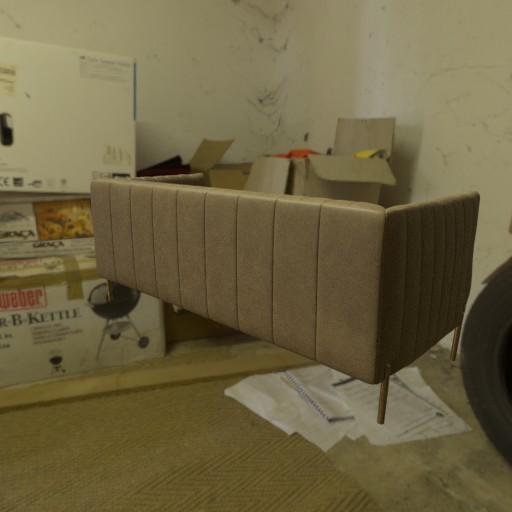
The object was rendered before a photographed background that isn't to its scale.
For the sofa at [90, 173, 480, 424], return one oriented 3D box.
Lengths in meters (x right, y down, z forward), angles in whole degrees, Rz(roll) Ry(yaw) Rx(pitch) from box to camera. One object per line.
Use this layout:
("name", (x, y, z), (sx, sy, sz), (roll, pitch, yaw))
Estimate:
("sofa", (0.000, 0.000, 2.370), (1.980, 0.779, 0.876), (13, 19, 42))
